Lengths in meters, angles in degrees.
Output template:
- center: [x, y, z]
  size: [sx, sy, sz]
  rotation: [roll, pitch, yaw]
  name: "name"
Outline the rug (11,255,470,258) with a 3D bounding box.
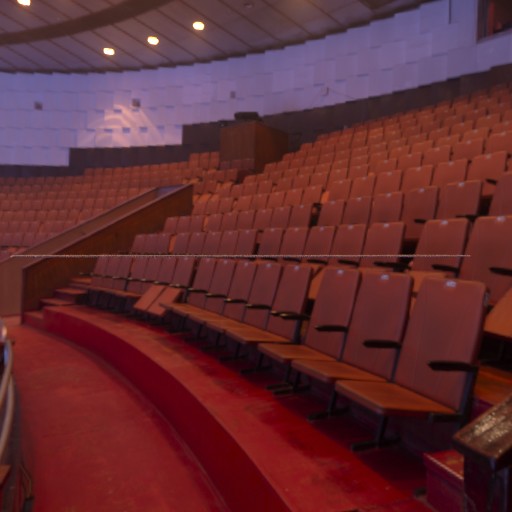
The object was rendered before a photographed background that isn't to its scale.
- center: [0.000, 0.000, 2.613]
  size: [2.440, 0.013, 0.769]
  rotation: [0, 0, -18]
  name: "rug"
